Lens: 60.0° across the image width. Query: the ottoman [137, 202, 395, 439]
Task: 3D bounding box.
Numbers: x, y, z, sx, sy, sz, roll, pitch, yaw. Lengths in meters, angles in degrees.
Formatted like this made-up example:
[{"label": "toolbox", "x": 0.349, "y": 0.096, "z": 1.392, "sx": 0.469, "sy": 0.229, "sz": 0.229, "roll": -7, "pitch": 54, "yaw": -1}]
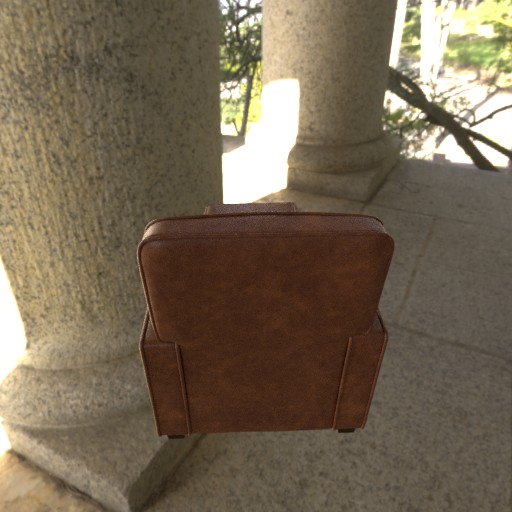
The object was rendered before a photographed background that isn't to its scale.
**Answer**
[{"label": "ottoman", "x": 0.000, "y": 0.000, "z": 1.835, "sx": 0.732, "sy": 0.904, "sz": 1.314, "roll": -1, "pitch": 30, "yaw": -2}]
